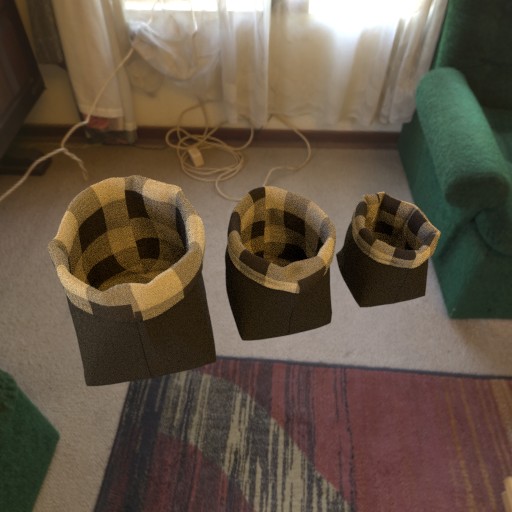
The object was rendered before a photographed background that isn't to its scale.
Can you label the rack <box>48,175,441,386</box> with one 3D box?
[{"bbox_3d":[0.000,0.000,1.070,0.889,0.329,0.370,-10,48,-9],"label":"rack"}]
